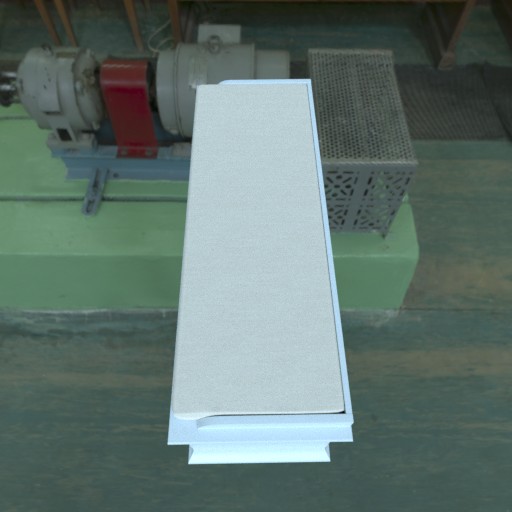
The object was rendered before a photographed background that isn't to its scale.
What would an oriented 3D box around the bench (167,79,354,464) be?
[{"bbox_3d":[0.000,0.000,1.433,0.402,0.486,1.185,-1,59,0],"label":"bench"}]
